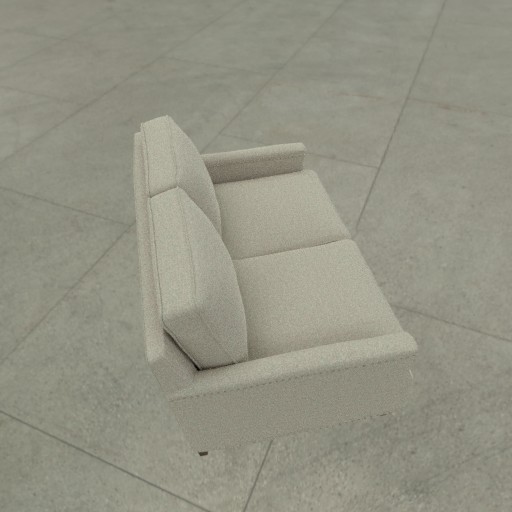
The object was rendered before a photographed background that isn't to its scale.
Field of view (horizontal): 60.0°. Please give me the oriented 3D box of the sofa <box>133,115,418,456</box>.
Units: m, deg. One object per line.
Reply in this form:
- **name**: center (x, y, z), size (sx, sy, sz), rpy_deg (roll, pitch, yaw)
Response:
- **sofa**: center (0.000, 0.000, 2.272), size (1.084, 1.003, 1.597), rpy_deg (-9, 45, -9)
